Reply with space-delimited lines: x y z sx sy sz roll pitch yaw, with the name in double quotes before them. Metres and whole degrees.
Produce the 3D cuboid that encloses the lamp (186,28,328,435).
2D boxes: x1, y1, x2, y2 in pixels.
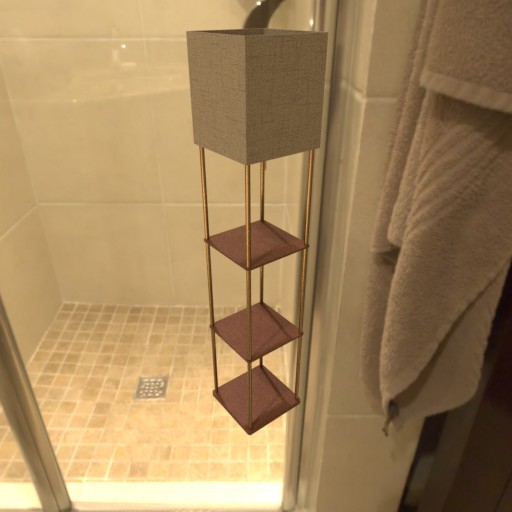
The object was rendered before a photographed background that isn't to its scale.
"lamp" 0.000 0.000 1.734 0.310 1.569 0.308 -21 36 -32
